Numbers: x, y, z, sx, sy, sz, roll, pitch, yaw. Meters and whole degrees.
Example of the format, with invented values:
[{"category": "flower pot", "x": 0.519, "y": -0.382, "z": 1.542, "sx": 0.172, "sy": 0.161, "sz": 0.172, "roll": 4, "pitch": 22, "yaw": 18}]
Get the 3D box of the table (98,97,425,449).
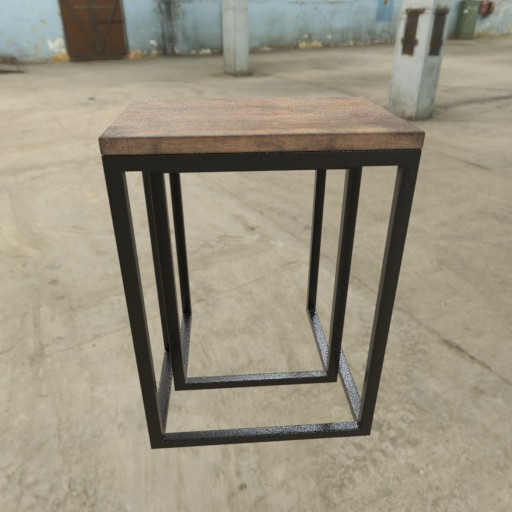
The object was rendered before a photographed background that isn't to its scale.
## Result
[{"category": "table", "x": 0.000, "y": 0.000, "z": 0.938, "sx": 0.456, "sy": 0.615, "sz": 0.460, "roll": -1, "pitch": 29, "yaw": -2}]
